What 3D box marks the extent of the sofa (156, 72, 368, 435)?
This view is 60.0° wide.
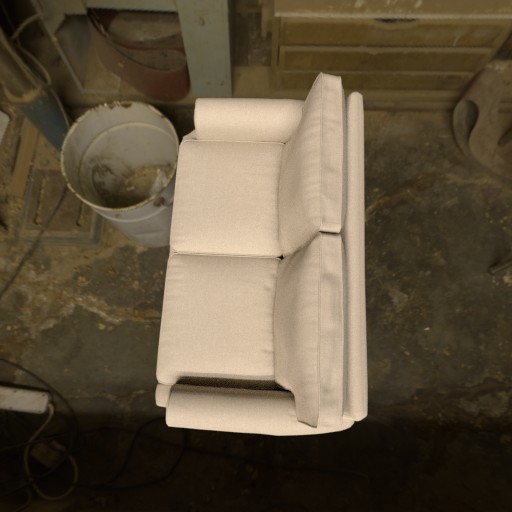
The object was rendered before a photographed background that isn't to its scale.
[{"bbox_3d":[0.000,0.000,2.251,0.964,0.937,1.665,3,75,1],"label":"sofa"}]
